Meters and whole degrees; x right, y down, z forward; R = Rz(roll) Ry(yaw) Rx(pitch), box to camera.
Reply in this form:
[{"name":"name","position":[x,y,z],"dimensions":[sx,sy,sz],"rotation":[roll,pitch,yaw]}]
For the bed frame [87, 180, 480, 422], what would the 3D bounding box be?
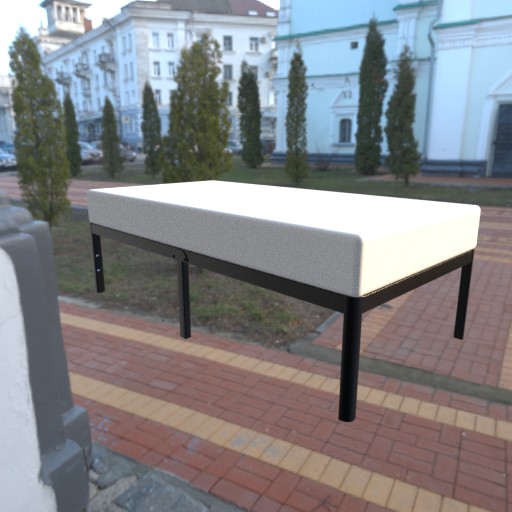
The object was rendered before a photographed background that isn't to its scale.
[{"name":"bed frame","position":[0.000,0.000,2.446],"dimensions":[1.023,0.659,1.950],"rotation":[-14,20,-43]}]
